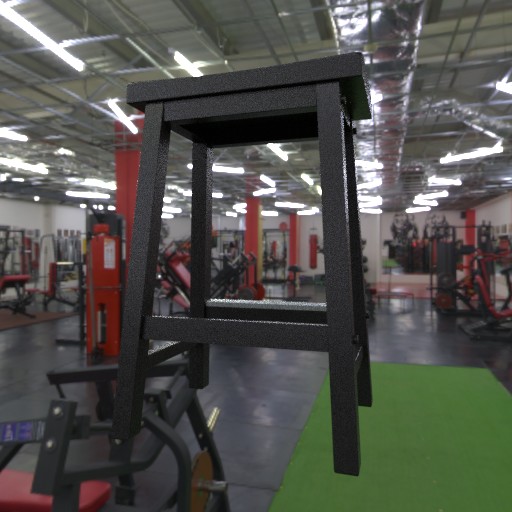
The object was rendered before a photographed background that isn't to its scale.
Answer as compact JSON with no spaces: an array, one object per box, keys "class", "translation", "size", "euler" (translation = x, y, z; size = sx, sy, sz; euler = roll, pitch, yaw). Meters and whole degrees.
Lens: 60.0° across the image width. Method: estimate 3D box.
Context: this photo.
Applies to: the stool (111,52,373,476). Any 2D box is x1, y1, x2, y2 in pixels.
[{"class":"stool","translation":[0.000,0.000,0.827],"size":[0.406,0.610,0.322],"euler":[0,1,18]}]
